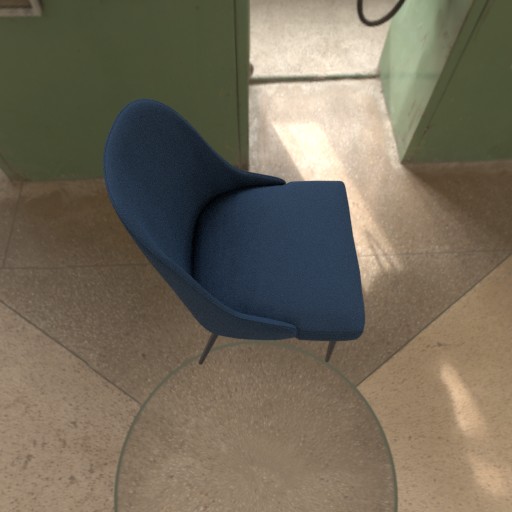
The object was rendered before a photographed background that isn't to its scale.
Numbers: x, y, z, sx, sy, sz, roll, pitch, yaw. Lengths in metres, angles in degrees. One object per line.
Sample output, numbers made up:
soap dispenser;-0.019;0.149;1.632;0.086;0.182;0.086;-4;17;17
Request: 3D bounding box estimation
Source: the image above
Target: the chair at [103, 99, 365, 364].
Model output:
chair;0.000;0.000;1.215;0.559;0.896;0.478;-1;63;-1
